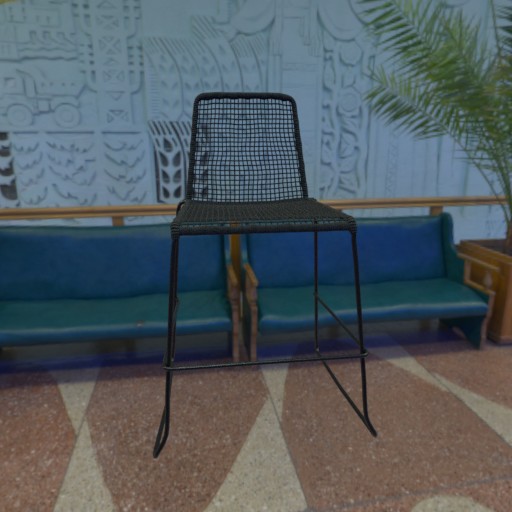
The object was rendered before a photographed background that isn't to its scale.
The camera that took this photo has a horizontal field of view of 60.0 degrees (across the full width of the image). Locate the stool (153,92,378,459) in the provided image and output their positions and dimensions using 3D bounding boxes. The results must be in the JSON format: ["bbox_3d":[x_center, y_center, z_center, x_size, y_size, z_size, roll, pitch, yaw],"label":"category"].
[{"bbox_3d":[0.000,0.000,1.253,0.590,0.905,0.509,-2,16,-8],"label":"stool"}]
